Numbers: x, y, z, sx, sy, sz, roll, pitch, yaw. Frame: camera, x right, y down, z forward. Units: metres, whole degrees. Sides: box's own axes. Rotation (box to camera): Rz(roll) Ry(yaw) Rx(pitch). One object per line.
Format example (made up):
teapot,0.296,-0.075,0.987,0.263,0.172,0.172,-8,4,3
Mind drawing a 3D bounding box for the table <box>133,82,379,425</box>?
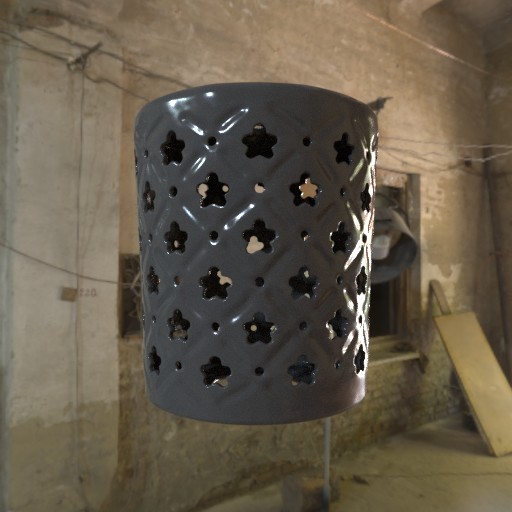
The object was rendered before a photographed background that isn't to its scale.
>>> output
table,0.000,0.000,0.653,0.352,0.387,0.352,0,-1,0
